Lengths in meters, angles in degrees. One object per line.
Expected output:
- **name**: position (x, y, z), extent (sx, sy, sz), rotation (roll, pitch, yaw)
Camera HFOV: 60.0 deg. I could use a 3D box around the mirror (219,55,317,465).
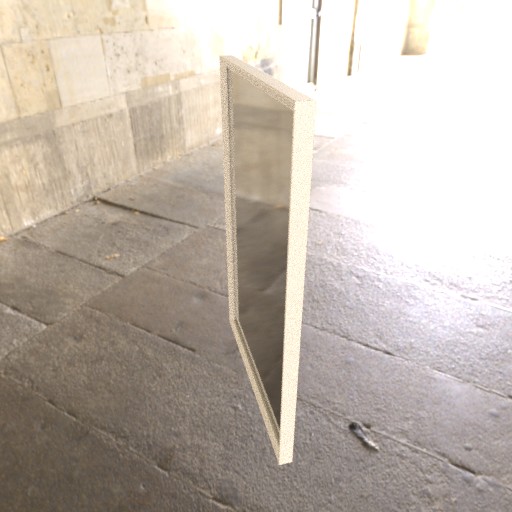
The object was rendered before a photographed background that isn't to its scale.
- **mirror**: position (0.000, 0.000, 1.180), extent (0.041, 0.915, 0.609), rotation (-8, 32, -13)
